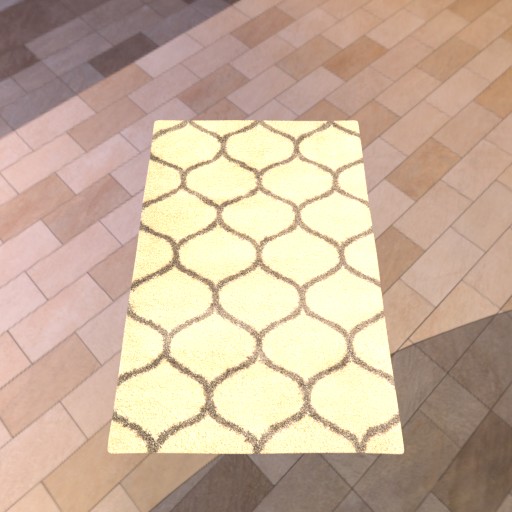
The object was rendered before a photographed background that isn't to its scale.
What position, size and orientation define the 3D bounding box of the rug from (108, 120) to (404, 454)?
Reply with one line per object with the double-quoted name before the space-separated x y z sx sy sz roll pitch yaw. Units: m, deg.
"rug" 0.000 0.000 3.305 1.801 0.026 2.701 0 62 0
